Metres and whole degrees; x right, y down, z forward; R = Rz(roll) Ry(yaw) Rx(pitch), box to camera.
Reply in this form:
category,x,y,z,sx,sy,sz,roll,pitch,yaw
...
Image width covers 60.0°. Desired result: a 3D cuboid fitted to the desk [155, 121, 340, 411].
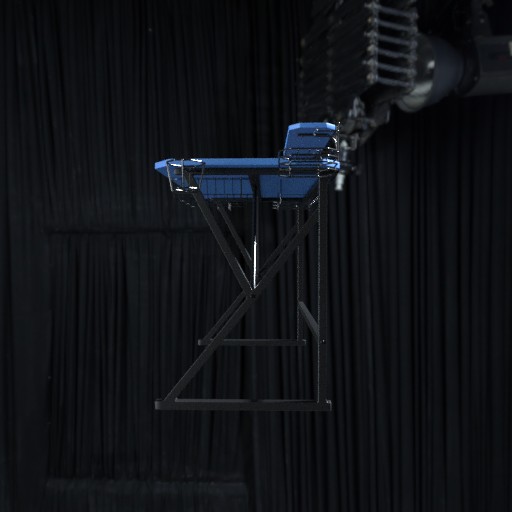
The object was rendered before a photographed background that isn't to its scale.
category,x,y,z,sx,sy,sz,roll,pitch,yaw
desk,0.000,0.000,1.766,0.594,0.909,1.295,0,2,1
